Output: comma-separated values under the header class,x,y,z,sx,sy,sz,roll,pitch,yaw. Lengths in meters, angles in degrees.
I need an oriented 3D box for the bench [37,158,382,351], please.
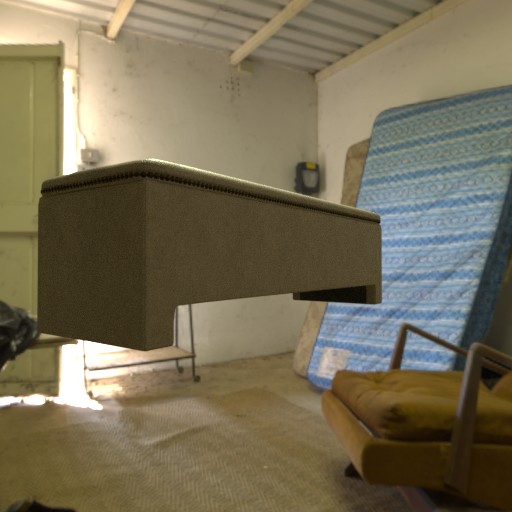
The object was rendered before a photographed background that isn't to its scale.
class,x,y,z,sx,sy,sz,roll,pitch,yaw
bench,0.000,0.000,1.702,0.470,0.447,1.482,-1,-1,36
